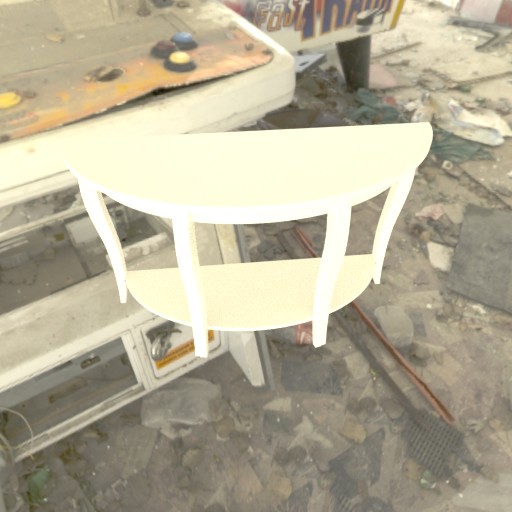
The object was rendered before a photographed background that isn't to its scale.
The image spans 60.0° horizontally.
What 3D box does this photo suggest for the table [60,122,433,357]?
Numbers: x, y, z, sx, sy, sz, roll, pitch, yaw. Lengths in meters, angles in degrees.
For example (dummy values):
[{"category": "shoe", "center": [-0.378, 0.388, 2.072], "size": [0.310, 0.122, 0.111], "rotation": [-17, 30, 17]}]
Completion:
[{"category": "table", "center": [0.000, 0.000, 1.606], "size": [1.219, 0.780, 0.394], "rotation": [-4, 46, -4]}]
